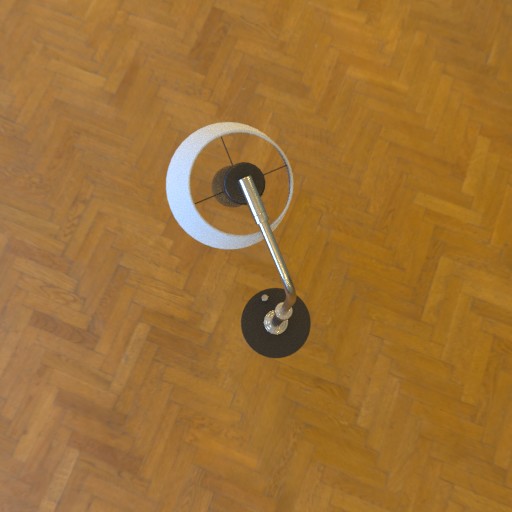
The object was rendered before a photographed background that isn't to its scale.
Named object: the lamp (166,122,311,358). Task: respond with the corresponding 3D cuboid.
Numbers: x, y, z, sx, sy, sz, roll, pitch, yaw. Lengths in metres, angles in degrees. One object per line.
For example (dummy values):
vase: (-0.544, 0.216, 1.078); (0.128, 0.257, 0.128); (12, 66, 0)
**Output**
lamp: (0.000, 0.000, 0.714); (0.181, 0.539, 0.348); (-24, 79, -5)
